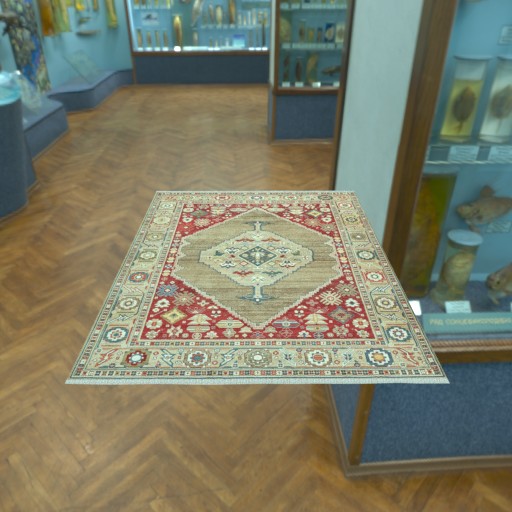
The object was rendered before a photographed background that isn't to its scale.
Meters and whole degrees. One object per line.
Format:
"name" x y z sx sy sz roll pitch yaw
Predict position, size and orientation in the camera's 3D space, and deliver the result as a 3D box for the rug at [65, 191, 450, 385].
"rug" 0.000 0.000 4.156 2.451 0.008 3.143 0 31 0
